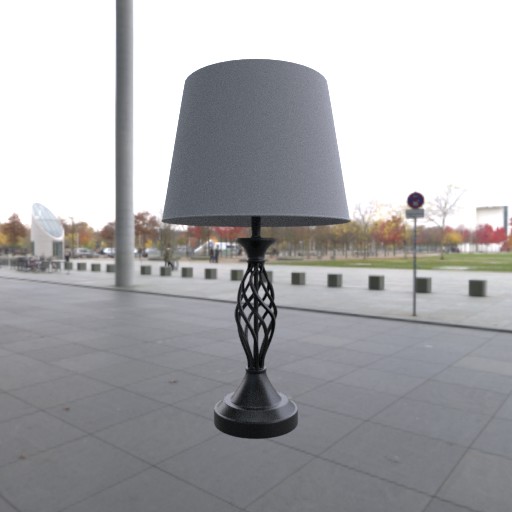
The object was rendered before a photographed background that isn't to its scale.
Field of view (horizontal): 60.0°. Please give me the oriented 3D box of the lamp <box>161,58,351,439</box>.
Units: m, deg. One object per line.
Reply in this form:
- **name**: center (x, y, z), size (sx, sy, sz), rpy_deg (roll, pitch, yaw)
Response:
- **lamp**: center (0.000, 0.000, 0.792), size (0.331, 0.594, 0.331), rpy_deg (0, 1, 0)
